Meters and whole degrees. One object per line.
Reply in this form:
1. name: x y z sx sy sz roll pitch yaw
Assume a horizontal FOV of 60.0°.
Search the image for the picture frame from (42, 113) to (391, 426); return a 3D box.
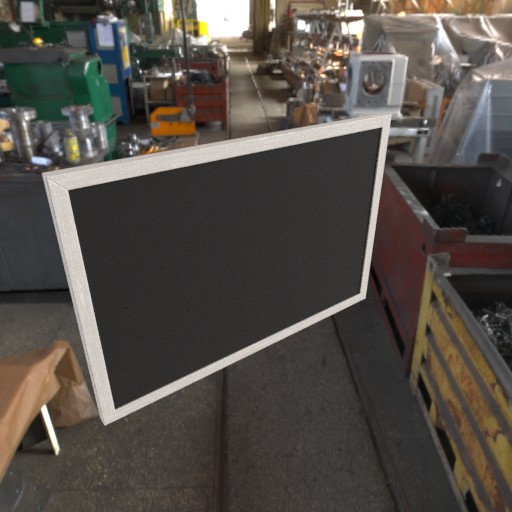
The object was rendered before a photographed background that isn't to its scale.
1. picture frame: 0.000 0.000 1.201 0.950 0.640 0.029 -19 34 -31
